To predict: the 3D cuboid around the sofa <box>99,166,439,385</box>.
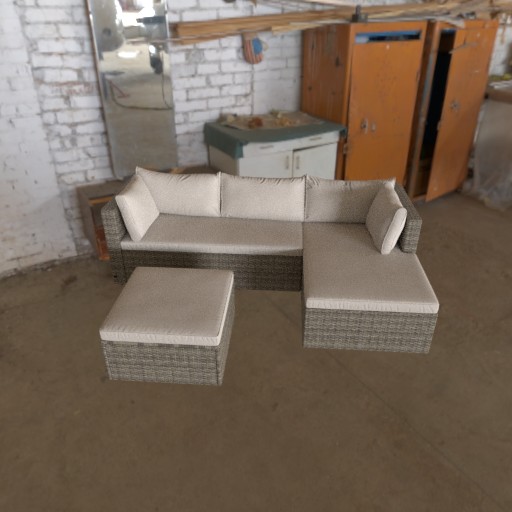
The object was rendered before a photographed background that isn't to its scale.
[{"bbox_3d":[0.000,0.000,3.012,2.192,0.766,1.662,2,30,4],"label":"sofa"}]
